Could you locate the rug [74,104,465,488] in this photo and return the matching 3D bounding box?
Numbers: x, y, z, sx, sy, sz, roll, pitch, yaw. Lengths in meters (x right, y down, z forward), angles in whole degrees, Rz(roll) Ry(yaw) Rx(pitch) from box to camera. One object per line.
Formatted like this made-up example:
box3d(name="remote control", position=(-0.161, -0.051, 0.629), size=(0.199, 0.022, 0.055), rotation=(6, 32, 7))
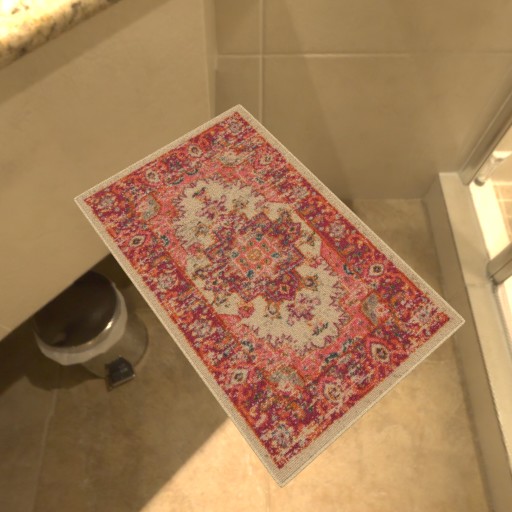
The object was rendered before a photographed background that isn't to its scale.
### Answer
box3d(name="rug", position=(0.000, 0.000, 1.100), size=(0.556, 0.004, 0.868), rotation=(-35, 68, -16))
